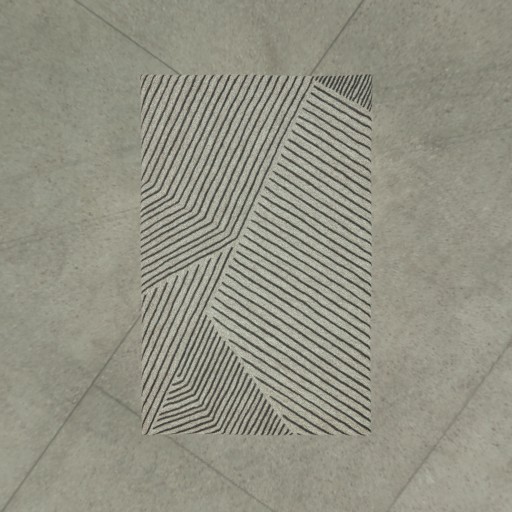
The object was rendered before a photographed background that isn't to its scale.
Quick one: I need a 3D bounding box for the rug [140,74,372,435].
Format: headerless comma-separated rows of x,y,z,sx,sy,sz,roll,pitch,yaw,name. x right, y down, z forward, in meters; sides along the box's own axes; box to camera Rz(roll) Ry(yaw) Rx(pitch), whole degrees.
0.000,0.000,2.953,1.539,0.023,2.406,0,91,0,rug
